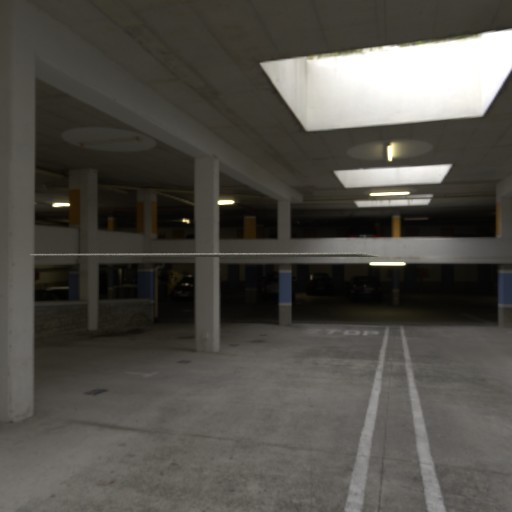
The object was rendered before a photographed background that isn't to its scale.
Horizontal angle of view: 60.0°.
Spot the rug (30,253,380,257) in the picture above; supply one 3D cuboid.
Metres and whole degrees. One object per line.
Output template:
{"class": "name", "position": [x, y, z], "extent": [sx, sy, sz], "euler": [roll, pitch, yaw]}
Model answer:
{"class": "rug", "position": [0.000, 0.000, 2.944], "extent": [1.523, 0.006, 2.289], "euler": [0, 0, 17]}
